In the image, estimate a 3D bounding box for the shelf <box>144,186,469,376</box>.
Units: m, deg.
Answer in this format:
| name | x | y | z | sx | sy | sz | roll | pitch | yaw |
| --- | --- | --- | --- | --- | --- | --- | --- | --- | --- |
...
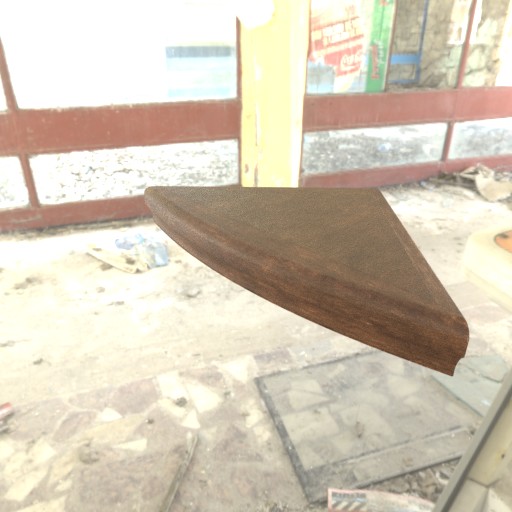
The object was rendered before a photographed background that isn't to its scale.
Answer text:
| name | x | y | z | sx | sy | sz | roll | pitch | yaw |
| --- | --- | --- | --- | --- | --- | --- | --- | --- | --- |
| shelf | 0.000 | 0.000 | 0.457 | 0.310 | 0.050 | 0.310 | 1 | 27 | 2 |
